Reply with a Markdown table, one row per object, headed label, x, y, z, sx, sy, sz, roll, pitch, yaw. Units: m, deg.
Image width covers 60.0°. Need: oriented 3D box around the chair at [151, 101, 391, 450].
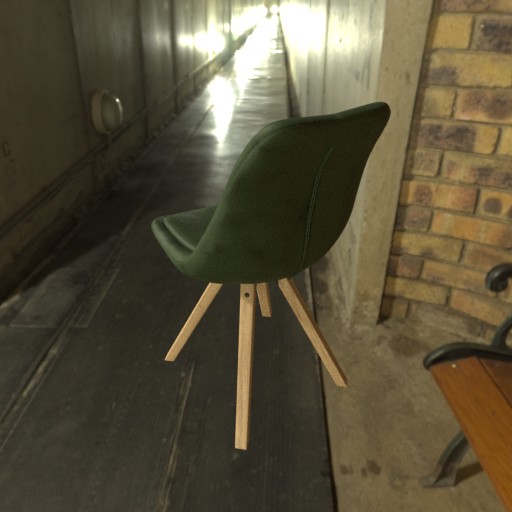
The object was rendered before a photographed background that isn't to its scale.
| label | x | y | z | sx | sy | sz | roll | pitch | yaw |
| --- | --- | --- | --- | --- | --- | --- | --- | --- | --- |
| chair | 0.000 | 0.000 | 1.204 | 0.483 | 0.865 | 0.547 | -20 | 37 | -30 |
